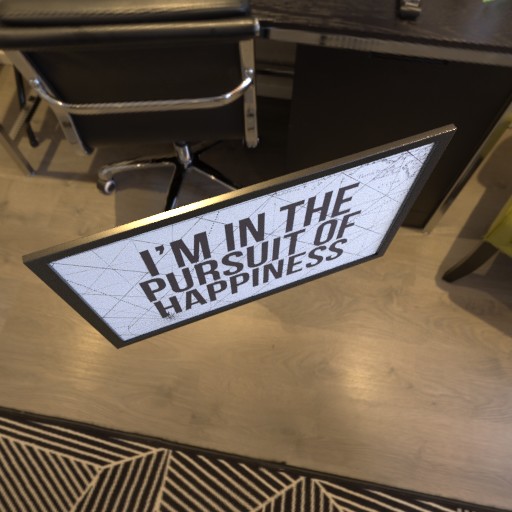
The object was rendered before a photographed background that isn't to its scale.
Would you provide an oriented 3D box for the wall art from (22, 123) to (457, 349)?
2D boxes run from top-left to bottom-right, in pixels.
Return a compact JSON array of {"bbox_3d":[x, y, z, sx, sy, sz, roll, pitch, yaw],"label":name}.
[{"bbox_3d":[0.000,0.000,1.038,0.819,0.552,0.015,-18,65,-9],"label":"wall art"}]
